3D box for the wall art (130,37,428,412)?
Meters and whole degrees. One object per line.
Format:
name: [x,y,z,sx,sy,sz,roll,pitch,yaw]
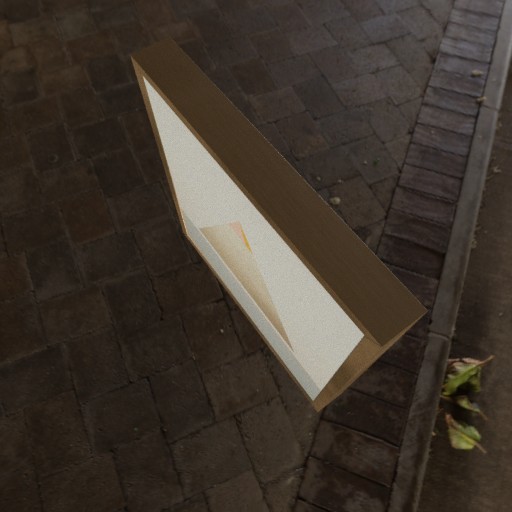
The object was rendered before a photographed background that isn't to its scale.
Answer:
wall art: [0.000,0.000,0.456,0.038,0.303,0.305,-33,68,-15]
